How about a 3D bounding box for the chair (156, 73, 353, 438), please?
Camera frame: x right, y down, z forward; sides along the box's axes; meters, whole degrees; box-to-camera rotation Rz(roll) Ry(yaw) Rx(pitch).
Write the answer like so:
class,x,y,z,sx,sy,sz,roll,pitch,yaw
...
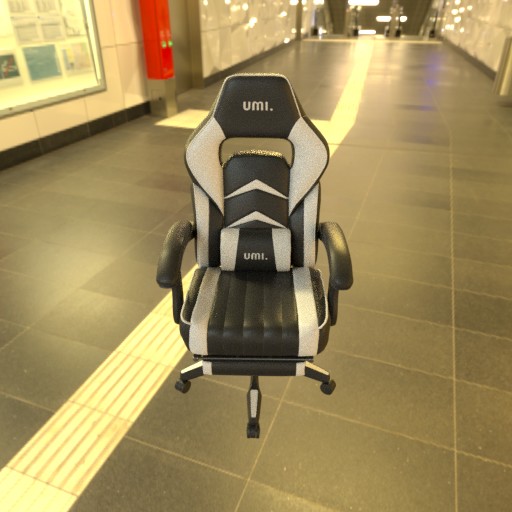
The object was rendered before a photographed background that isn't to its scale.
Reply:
class,x,y,z,sx,sy,sz,roll,pitch,yaw
chair,0.000,0.000,1.659,0.676,1.200,0.700,0,30,1
